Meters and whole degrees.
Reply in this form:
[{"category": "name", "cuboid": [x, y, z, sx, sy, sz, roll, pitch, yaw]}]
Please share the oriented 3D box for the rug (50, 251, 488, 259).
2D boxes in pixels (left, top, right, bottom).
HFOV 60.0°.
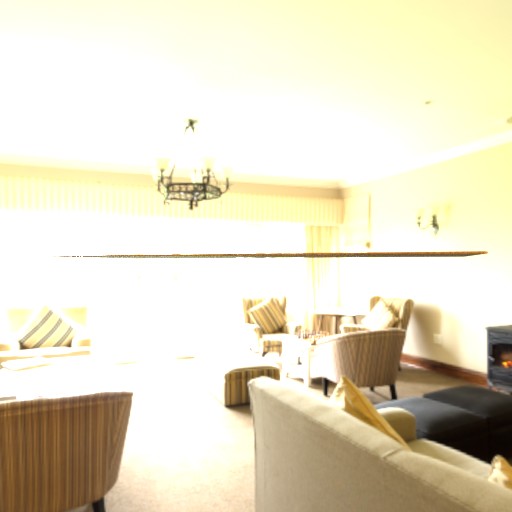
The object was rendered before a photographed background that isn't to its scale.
[{"category": "rug", "cuboid": [0.000, 0.000, 2.743, 2.452, 0.012, 0.775, 0, -1, 18]}]
